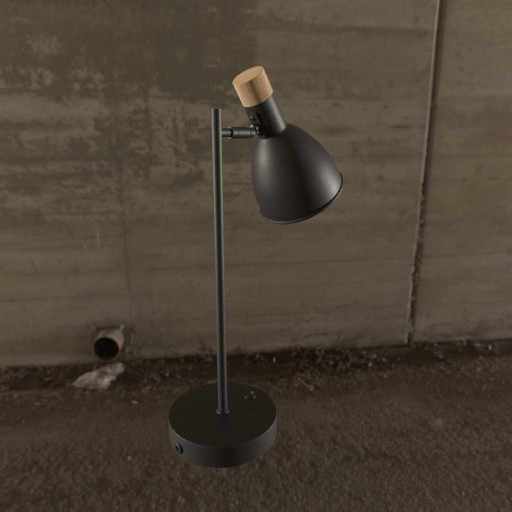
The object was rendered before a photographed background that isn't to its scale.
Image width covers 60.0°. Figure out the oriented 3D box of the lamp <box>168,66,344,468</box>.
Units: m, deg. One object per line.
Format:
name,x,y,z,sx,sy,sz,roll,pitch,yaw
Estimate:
lamp,0.000,0.000,0.608,0.287,0.483,0.152,-14,21,-43
